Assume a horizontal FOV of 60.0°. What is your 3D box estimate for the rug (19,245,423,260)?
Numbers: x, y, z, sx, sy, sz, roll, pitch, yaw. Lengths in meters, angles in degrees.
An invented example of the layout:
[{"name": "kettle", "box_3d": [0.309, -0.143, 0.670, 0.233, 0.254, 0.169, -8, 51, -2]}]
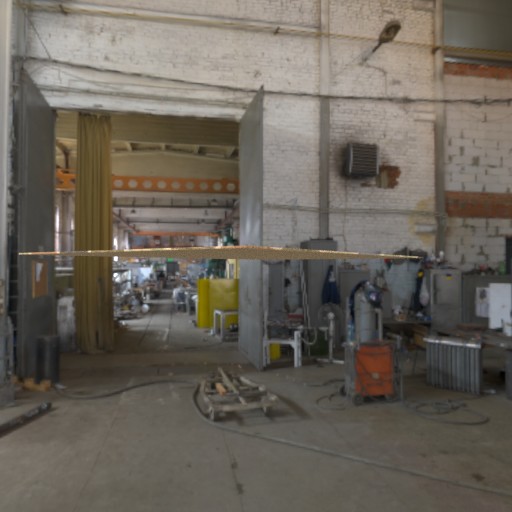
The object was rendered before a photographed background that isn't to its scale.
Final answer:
[{"name": "rug", "box_3d": [0.000, 0.000, 2.309, 1.216, 0.006, 1.828, -1, -2, 35]}]
